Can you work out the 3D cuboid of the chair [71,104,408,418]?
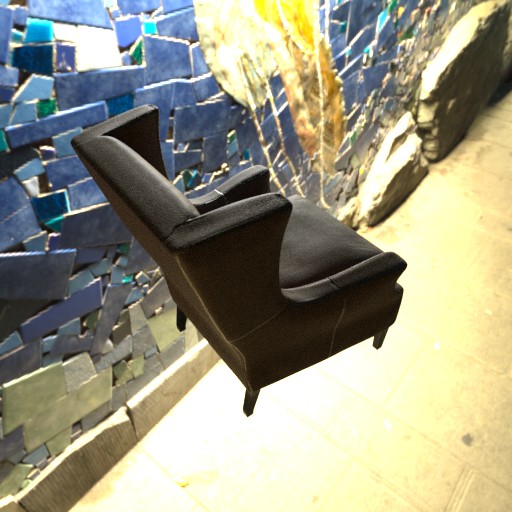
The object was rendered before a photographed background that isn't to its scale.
[{"bbox_3d":[0.000,0.000,1.660,0.925,1.016,0.852,-26,47,-27],"label":"chair"}]
